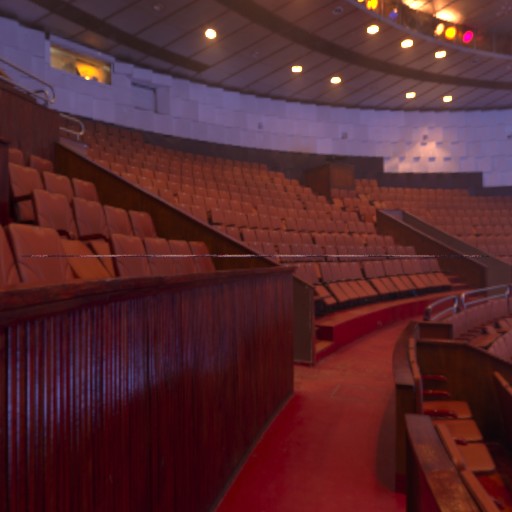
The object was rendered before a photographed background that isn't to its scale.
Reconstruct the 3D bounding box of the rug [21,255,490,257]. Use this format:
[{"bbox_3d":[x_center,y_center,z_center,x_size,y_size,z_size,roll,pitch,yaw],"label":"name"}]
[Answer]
[{"bbox_3d":[0.000,0.000,2.936,2.311,0.010,1.522,0,0,0],"label":"rug"}]
